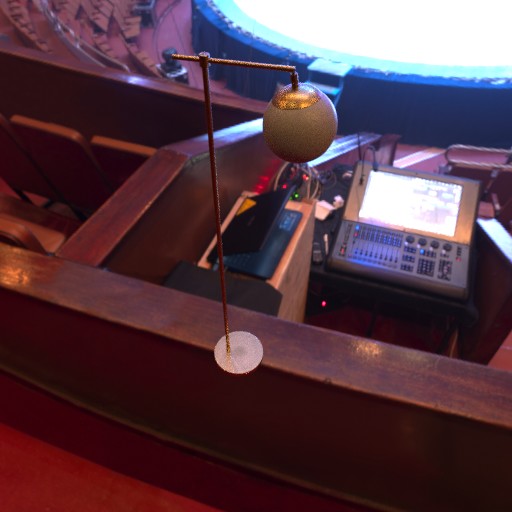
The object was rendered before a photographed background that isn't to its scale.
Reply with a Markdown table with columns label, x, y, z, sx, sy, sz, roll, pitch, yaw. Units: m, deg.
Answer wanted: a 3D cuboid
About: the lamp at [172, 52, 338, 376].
| label | x | y | z | sx | sy | sz | roll | pitch | yaw |
| --- | --- | --- | --- | --- | --- | --- | --- | --- | --- |
| lamp | 0.000 | 0.000 | 1.719 | 0.476 | 1.505 | 0.249 | 10 | 47 | 10 |
